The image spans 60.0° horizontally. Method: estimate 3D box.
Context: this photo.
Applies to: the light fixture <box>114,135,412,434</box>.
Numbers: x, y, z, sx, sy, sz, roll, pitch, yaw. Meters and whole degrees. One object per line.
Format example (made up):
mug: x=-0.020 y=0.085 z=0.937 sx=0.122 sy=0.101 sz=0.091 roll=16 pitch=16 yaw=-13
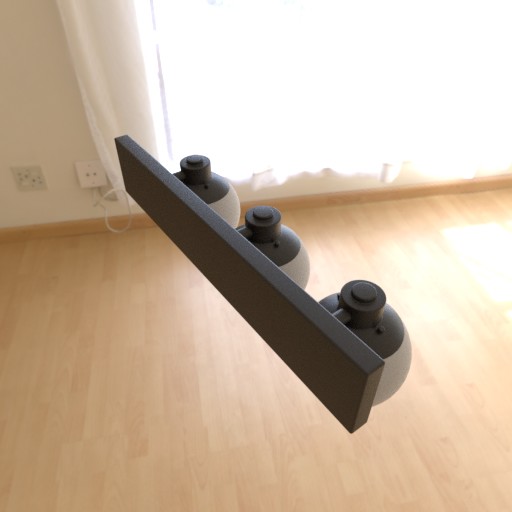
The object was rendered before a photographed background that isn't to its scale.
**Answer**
light fixture: x=0.000 y=0.000 z=0.843 sx=0.218 sy=0.263 sz=0.721 roll=-25 pitch=46 yaw=-26
